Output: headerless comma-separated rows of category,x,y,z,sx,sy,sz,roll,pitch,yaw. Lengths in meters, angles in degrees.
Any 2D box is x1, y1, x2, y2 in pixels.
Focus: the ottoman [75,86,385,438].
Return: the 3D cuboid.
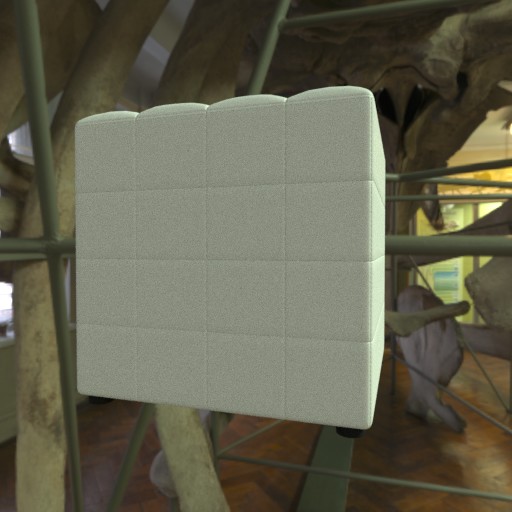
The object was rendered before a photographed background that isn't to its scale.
ottoman,0.000,0.000,0.785,0.425,0.432,0.425,0,1,18
